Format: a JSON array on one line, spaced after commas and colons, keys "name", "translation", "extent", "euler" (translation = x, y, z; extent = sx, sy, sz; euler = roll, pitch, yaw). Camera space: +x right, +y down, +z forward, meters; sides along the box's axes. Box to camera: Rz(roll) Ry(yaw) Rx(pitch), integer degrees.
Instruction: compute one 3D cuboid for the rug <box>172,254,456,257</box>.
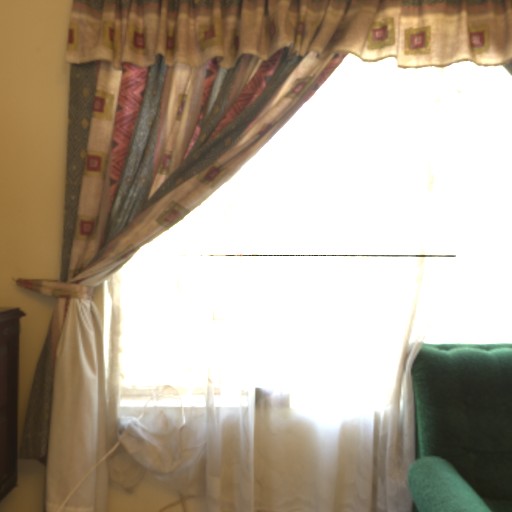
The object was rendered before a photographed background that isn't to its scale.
[{"name": "rug", "translation": [0.000, 0.000, 2.613], "extent": [0.760, 0.009, 2.440], "euler": [0, 0, -16]}]
